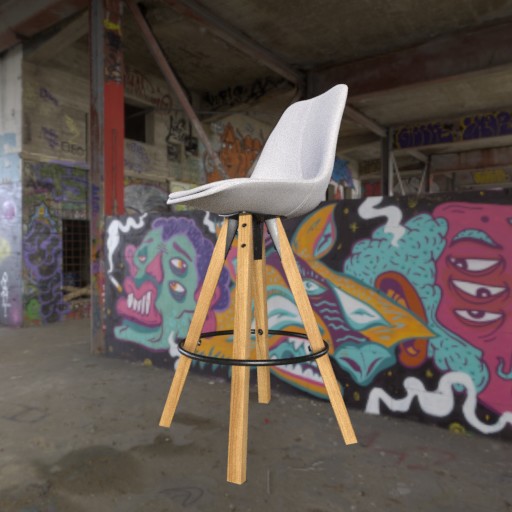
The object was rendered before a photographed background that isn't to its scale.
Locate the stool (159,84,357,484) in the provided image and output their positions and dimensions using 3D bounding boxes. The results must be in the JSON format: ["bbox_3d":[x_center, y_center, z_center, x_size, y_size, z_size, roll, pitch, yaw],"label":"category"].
[{"bbox_3d":[0.000,0.000,1.389,0.550,1.115,0.484,0,1,-35],"label":"stool"}]
